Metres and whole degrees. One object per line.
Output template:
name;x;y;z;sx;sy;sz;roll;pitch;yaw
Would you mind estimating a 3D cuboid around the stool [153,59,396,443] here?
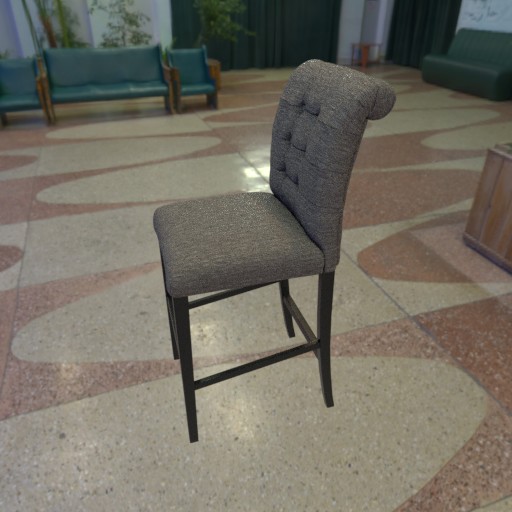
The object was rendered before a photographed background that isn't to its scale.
stool;0.000;0.000;1.454;0.613;1.131;0.452;-9;32;-14
